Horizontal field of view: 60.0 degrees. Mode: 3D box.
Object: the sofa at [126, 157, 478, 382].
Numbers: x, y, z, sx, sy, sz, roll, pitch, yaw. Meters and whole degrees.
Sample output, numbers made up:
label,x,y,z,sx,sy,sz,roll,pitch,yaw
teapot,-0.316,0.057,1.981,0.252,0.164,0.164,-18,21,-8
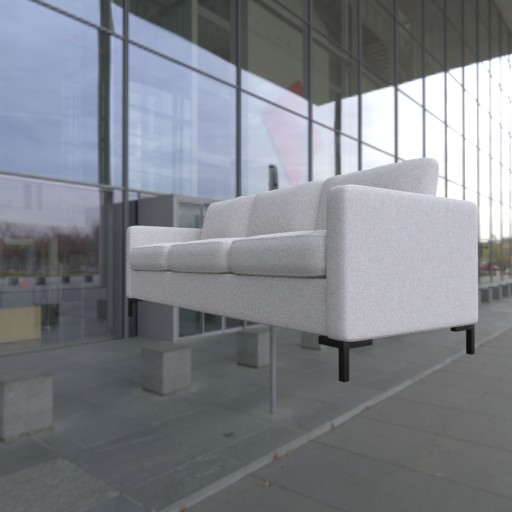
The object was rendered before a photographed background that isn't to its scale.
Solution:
label,x,y,z,sx,sy,sz,roll,pitch,yaw
sofa,0.000,0.000,2.607,0.859,0.874,2.218,1,-1,-35
